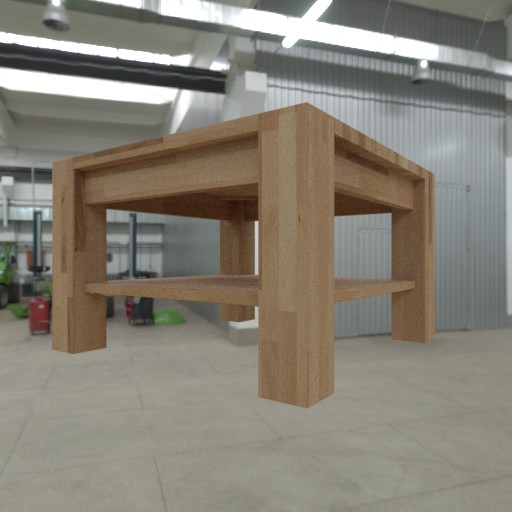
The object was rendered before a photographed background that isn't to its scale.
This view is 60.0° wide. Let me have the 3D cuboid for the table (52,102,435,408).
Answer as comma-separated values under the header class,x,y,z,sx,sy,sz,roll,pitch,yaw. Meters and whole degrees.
class,x,y,z,sx,sy,sz,roll,pitch,yaw
table,0.000,0.000,1.139,0.700,0.451,0.700,0,0,36
